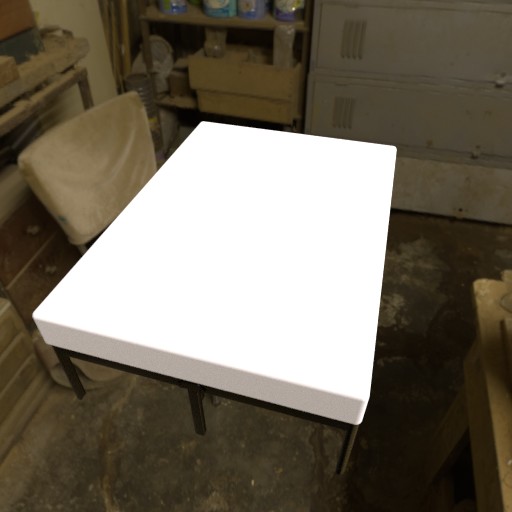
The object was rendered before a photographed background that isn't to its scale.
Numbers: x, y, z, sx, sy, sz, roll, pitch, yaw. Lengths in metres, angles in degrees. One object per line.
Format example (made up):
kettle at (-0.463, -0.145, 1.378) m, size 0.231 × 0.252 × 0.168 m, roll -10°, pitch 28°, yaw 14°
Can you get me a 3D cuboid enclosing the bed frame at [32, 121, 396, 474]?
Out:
bed frame at (0.000, 0.000, 2.619) m, size 1.408 × 0.659 × 1.956 m, roll 11°, pitch 43°, yaw 12°
